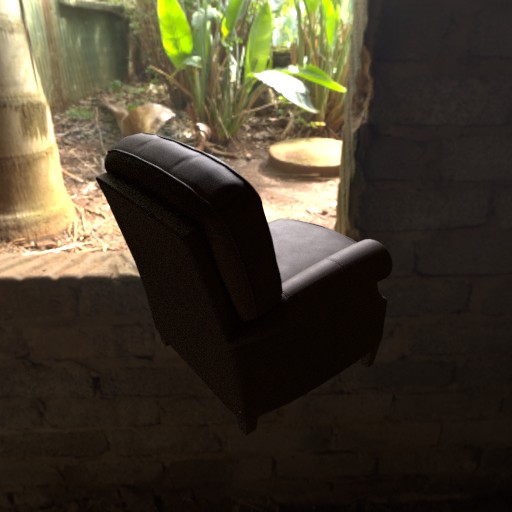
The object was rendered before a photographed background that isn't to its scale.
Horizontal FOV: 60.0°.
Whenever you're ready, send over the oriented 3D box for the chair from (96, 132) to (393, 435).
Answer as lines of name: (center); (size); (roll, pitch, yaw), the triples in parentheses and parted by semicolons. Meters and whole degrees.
chair: (0.000, 0.000, 1.817); (0.986, 1.018, 0.936); (-19, 32, -32)
